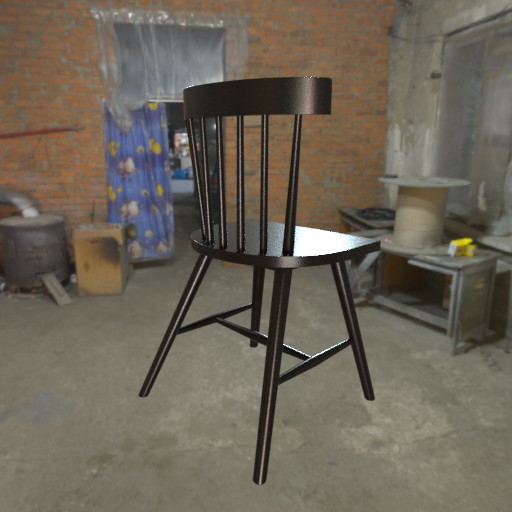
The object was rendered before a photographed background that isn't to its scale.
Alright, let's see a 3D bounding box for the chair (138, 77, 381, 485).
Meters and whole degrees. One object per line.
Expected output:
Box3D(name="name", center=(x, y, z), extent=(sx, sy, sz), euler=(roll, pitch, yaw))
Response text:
Box3D(name="chair", center=(0.000, 0.000, 1.182), extent=(0.483, 0.844, 0.506), euler=(-14, 20, -43))
